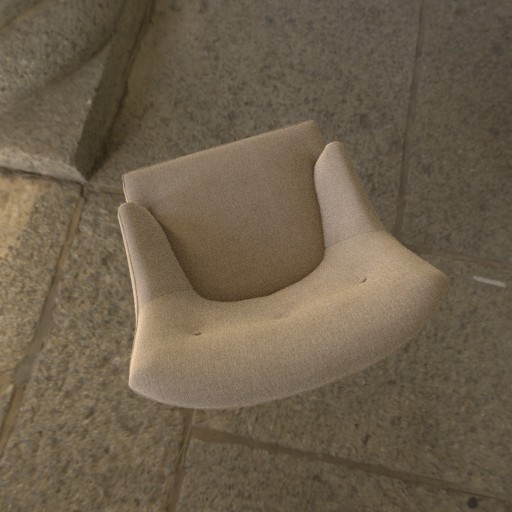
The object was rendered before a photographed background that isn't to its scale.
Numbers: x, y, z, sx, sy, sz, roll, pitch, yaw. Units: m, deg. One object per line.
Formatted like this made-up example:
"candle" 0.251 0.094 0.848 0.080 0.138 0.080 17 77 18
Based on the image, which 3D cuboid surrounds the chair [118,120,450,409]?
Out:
"chair" 0.000 0.000 1.552 0.864 0.856 0.923 -17 75 -5
